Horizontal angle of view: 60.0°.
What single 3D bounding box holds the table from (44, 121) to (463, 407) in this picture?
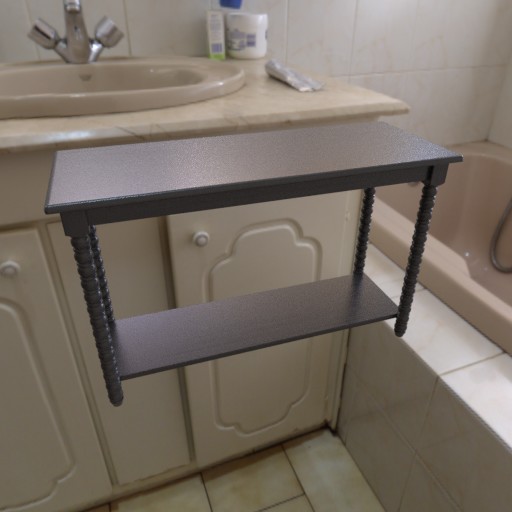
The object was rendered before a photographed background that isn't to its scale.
[{"bbox_3d":[0.000,0.000,1.549,1.184,0.735,0.459,-10,32,-16],"label":"table"}]
